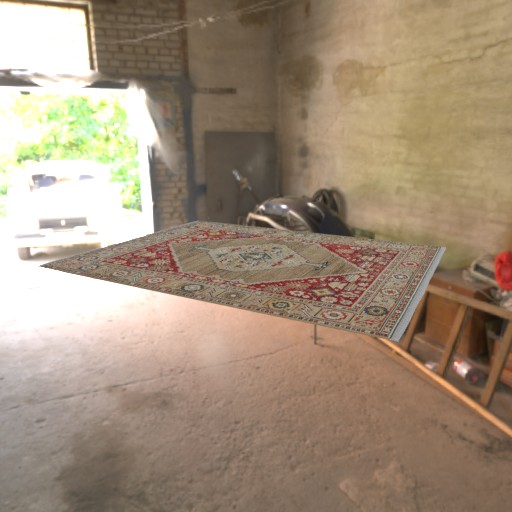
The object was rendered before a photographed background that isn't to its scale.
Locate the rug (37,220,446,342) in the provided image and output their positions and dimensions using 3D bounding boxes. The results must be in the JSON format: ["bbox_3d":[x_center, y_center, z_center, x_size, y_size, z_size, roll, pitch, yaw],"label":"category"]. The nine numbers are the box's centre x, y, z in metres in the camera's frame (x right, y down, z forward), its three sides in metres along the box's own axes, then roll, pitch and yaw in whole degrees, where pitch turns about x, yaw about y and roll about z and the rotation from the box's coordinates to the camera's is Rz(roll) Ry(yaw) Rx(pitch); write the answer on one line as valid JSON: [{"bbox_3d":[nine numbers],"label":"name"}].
[{"bbox_3d":[0.000,0.000,4.238,3.143,0.008,2.451,8,17,27],"label":"rug"}]
